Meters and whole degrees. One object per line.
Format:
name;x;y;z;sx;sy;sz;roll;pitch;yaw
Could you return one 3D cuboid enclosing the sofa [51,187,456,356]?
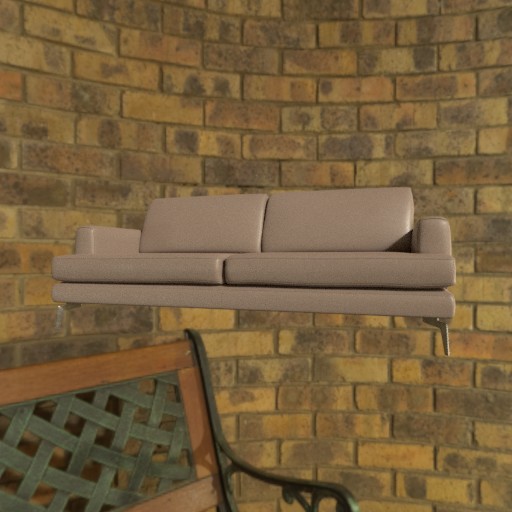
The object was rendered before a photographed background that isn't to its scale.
sofa;0.000;0.000;2.439;1.940;0.765;0.974;0;0;19
